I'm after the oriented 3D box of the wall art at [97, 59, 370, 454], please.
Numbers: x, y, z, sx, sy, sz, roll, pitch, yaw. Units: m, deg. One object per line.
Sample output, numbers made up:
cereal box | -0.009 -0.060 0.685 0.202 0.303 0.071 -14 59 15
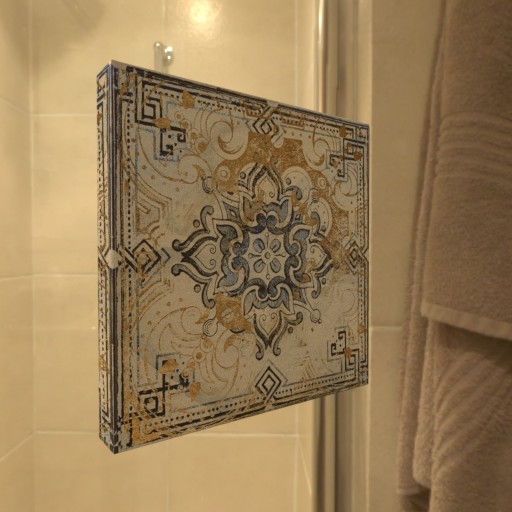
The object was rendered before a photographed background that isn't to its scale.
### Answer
wall art | 0.000 0.000 0.446 0.302 0.306 0.038 -1 1 -36
